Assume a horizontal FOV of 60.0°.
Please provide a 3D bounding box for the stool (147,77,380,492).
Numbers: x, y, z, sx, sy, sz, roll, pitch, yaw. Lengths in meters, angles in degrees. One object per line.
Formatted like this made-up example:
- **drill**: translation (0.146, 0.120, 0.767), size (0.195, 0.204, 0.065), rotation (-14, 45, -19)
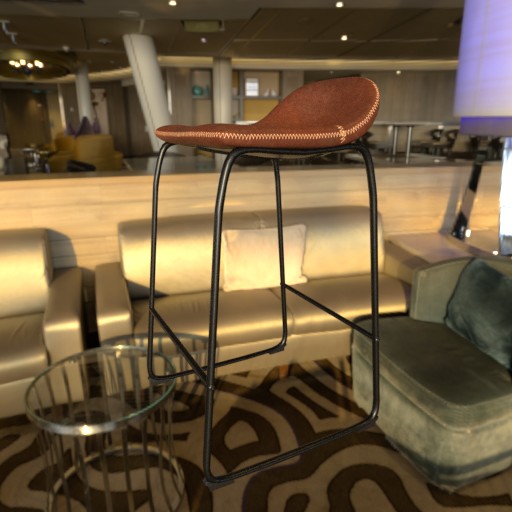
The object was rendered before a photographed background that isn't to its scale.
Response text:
- **stool**: translation (0.000, 0.000, 1.085), size (0.473, 0.830, 0.454), rotation (-9, 19, -27)
